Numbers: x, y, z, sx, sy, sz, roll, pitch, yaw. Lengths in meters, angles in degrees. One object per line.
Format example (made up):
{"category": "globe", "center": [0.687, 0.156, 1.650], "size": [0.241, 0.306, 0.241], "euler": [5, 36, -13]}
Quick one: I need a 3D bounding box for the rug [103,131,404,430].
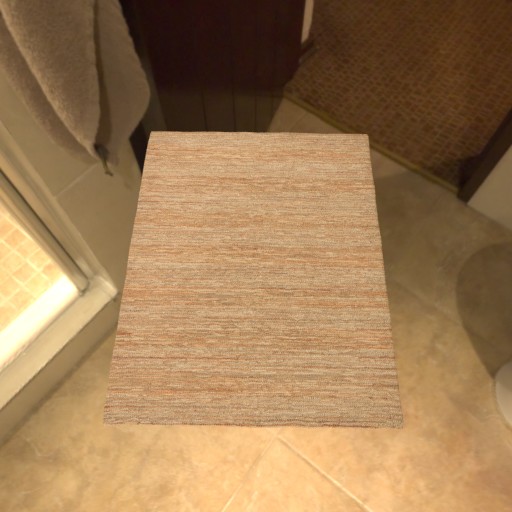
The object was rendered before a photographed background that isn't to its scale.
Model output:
{"category": "rug", "center": [0.000, 0.000, 4.015], "size": [2.313, 0.009, 2.939], "euler": [1, 63, 0]}
